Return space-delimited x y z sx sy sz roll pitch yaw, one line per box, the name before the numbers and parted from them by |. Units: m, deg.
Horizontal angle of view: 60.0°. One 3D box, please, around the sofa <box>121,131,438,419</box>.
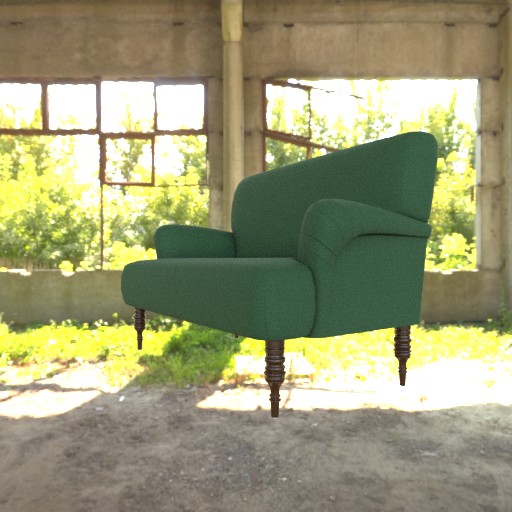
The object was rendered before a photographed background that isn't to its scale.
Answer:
sofa | 0.000 0.000 1.824 0.779 0.889 1.297 0 0 -34
